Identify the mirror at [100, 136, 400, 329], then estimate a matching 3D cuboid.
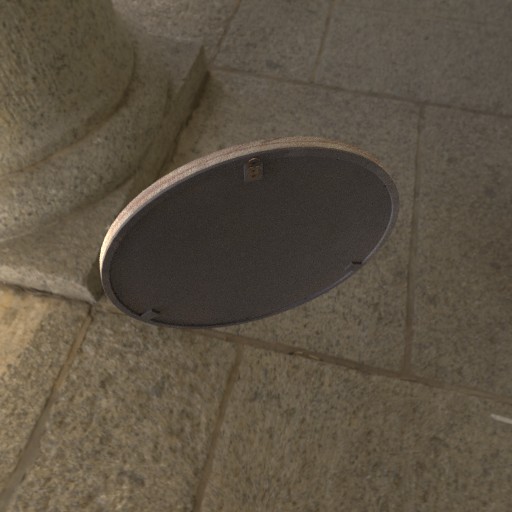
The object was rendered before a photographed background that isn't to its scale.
[{"bbox_3d":[0.000,0.000,1.070,0.710,0.710,0.038,-14,59,-8],"label":"mirror"}]
